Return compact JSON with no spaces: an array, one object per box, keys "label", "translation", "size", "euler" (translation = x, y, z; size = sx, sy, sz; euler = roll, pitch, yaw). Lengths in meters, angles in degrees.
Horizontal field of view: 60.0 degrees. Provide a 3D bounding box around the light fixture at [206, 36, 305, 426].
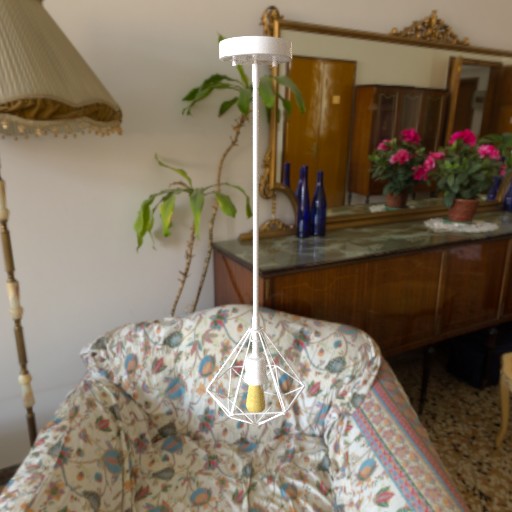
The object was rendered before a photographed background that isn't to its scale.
[{"label":"light fixture","translation":[0.000,0.000,2.012],"size":[0.431,1.764,0.487],"euler":[7,17,25]}]
